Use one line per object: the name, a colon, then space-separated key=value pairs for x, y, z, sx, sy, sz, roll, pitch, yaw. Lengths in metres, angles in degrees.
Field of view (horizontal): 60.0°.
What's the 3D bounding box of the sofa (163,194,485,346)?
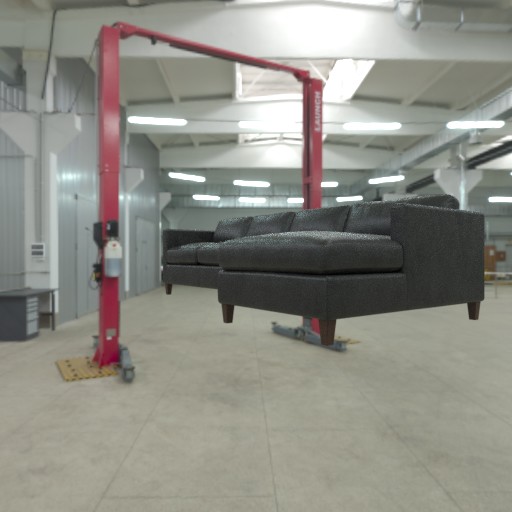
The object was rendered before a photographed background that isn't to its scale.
sofa: x=0.000 y=0.000 z=3.874 sx=1.581 sy=0.883 sz=3.203 roll=0 pitch=0 yaw=-37
